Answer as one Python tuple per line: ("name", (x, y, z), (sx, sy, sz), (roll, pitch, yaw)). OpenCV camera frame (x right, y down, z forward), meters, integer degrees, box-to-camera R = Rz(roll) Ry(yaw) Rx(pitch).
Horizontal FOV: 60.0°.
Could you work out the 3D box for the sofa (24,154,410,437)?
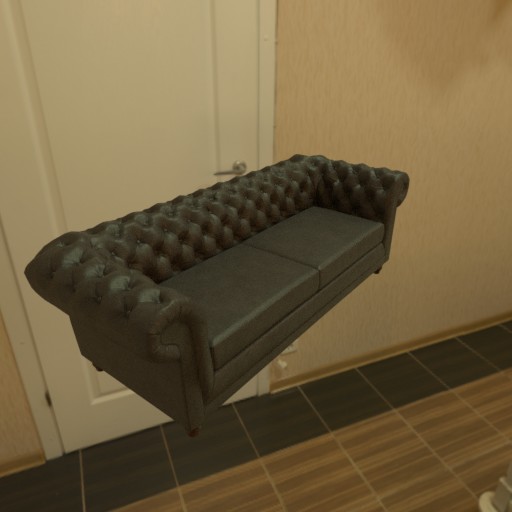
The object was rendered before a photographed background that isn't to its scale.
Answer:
("sofa", (0.000, 0.000, 2.701), (0.944, 0.783, 2.385), (19, 32, 34))
